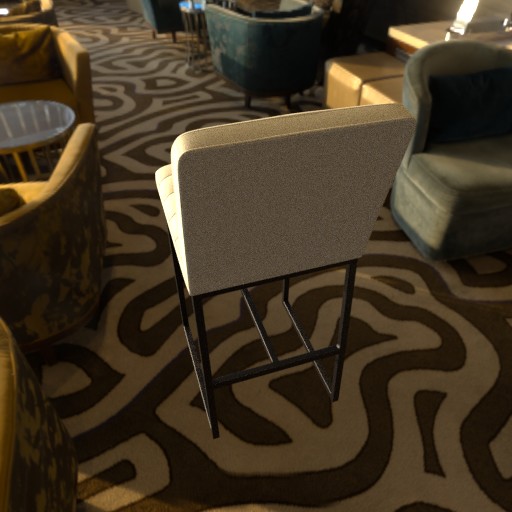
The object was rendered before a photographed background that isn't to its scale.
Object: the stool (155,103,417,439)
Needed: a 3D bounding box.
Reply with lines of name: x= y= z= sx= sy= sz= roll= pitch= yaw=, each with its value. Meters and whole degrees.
stool: x=0.000 y=0.000 z=1.286 sx=0.460 sy=1.040 sz=0.560 roll=-12 pitch=42 yaw=-14
